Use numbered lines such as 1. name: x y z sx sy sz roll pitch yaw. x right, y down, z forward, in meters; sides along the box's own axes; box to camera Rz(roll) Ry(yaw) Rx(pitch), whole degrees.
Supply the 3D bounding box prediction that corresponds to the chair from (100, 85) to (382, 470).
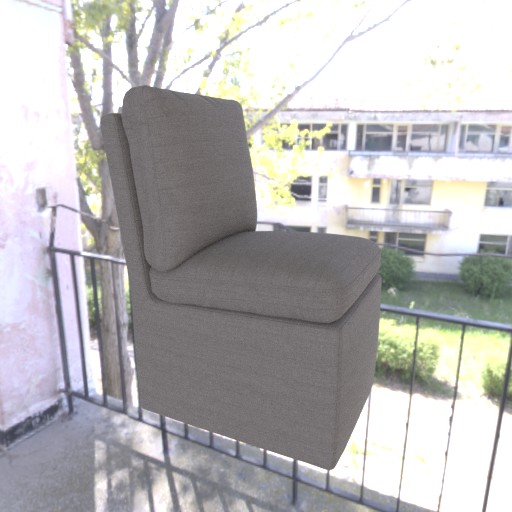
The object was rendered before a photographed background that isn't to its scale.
1. chair: 0.000 0.000 1.316 0.698 0.927 0.503 7 16 25
